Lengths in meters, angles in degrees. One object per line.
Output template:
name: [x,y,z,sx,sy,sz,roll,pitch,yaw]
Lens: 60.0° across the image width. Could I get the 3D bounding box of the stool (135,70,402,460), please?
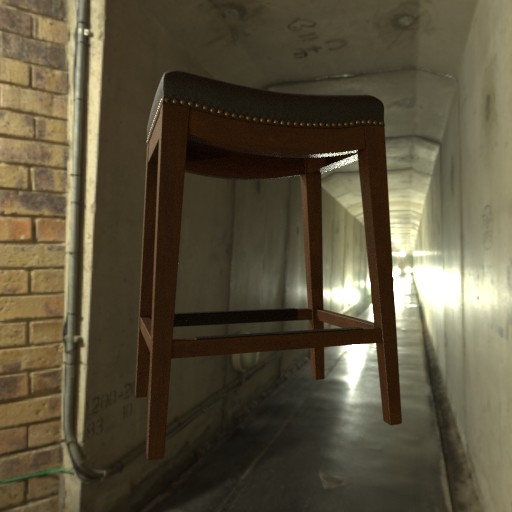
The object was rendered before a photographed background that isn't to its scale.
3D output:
stool: [0.000,0.000,0.963,0.490,0.664,0.353,0,0,-18]
